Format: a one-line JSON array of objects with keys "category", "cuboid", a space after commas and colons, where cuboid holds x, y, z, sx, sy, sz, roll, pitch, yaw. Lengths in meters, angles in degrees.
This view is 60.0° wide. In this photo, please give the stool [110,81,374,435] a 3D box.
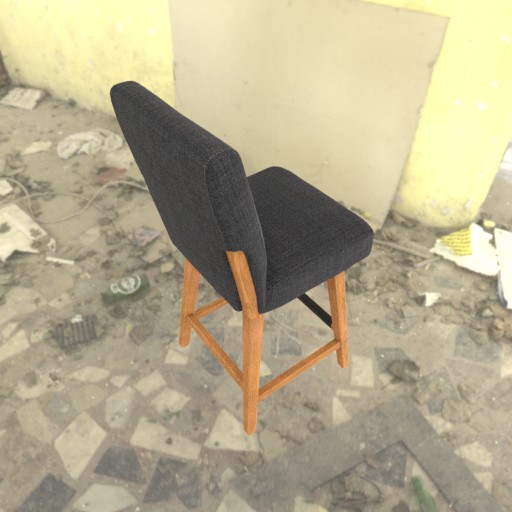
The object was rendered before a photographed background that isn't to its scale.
[{"category": "stool", "cuboid": [0.000, 0.000, 1.311, 0.526, 1.010, 0.459, -26, 48, -26]}]
